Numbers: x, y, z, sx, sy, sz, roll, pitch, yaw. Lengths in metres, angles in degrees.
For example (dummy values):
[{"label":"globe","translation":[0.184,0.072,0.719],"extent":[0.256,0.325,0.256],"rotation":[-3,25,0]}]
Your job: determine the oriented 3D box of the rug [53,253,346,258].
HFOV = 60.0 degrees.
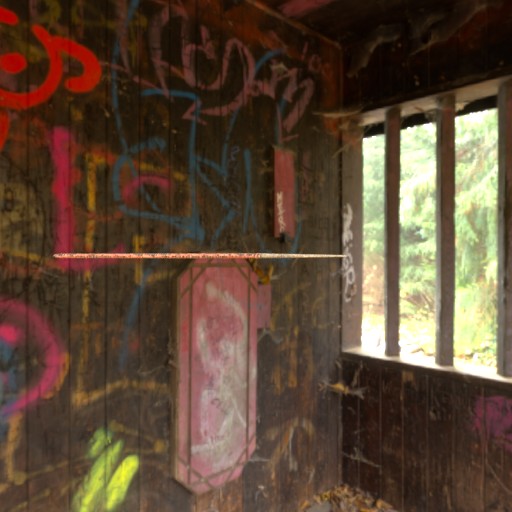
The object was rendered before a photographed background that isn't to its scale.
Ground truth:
[{"label":"rug","translation":[0.000,0.000,2.626],"extent":[0.810,0.016,2.413],"rotation":[0,0,18]}]
